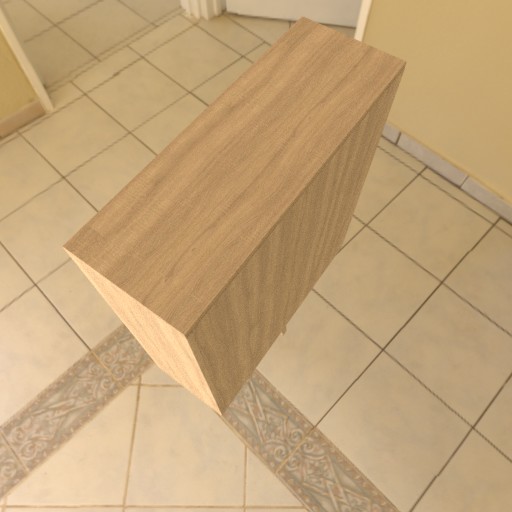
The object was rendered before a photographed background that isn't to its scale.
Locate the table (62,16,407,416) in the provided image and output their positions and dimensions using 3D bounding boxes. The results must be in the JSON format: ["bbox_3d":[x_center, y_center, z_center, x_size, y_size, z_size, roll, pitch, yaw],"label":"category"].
[{"bbox_3d":[0.000,0.000,1.875,0.398,1.388,1.111,32,67,16],"label":"table"}]
